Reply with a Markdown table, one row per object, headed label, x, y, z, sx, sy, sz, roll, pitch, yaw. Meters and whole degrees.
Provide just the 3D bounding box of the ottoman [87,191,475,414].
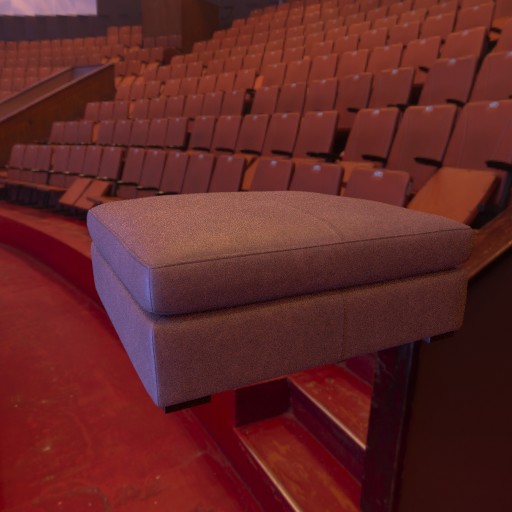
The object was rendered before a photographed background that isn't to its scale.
| label | x | y | z | sx | sy | sz | roll | pitch | yaw |
| --- | --- | --- | --- | --- | --- | --- | --- | --- | --- |
| ottoman | 0.000 | 0.000 | 1.795 | 1.168 | 0.490 | 1.168 | -7 | 16 | -26 |
